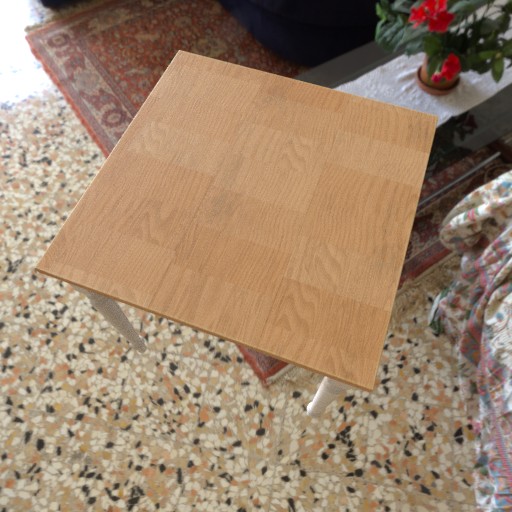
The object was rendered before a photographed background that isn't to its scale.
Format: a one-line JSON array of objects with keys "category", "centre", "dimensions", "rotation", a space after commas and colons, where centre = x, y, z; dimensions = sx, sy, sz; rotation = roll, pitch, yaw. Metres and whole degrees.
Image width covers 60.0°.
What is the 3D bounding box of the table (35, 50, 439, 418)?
[{"category": "table", "centre": [0.000, 0.000, 1.386], "dimensions": [0.747, 0.738, 0.747], "rotation": [18, 64, 9]}]
